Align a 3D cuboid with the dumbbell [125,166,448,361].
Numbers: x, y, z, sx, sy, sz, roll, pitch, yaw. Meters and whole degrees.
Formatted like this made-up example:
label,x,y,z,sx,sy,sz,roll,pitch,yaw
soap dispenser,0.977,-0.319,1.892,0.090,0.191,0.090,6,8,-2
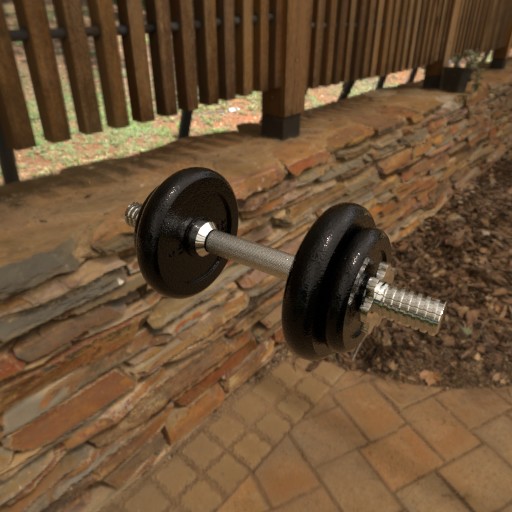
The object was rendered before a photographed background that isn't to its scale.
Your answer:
label,x,y,z,sx,sy,sz,roll,pitch,yaw
dumbbell,0.000,0.000,0.609,0.497,0.202,0.202,19,34,30
